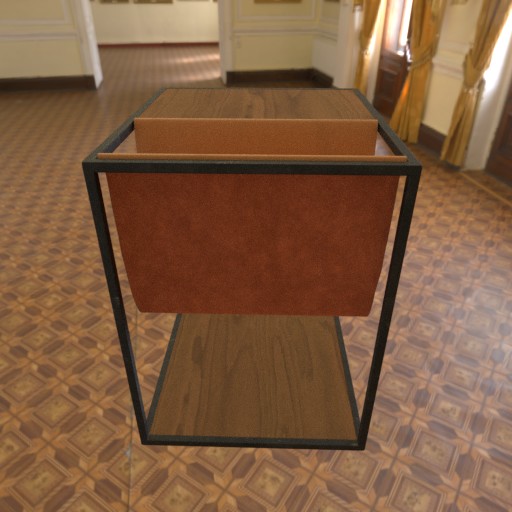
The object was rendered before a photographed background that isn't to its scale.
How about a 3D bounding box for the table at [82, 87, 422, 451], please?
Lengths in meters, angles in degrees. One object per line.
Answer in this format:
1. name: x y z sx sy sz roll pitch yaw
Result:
1. table: 0.000 0.000 0.846 0.399 0.536 0.450 1 31 1
